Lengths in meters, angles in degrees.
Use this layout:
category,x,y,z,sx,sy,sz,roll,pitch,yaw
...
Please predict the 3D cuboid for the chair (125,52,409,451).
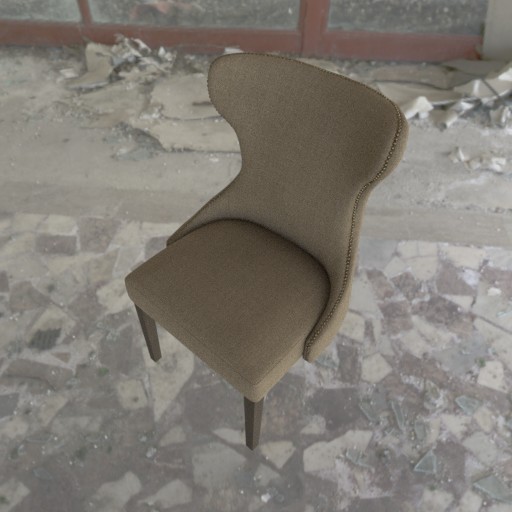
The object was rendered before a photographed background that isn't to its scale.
category,x,y,z,sx,sy,sz,roll,pitch,yaw
chair,0.000,0.000,1.351,0.628,0.967,0.635,32,54,28
